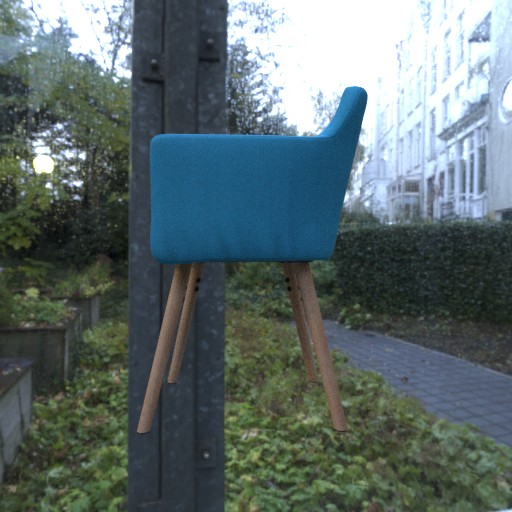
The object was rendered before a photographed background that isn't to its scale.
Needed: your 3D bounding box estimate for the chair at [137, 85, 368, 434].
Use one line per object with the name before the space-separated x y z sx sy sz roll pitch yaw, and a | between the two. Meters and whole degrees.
chair | 0.000 0.000 1.178 0.540 0.780 0.570 0 0 -2
